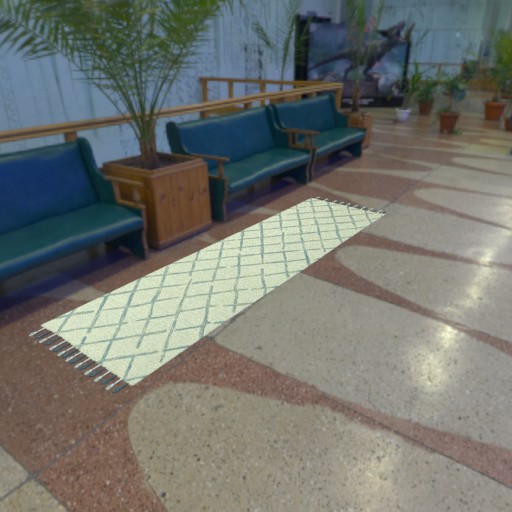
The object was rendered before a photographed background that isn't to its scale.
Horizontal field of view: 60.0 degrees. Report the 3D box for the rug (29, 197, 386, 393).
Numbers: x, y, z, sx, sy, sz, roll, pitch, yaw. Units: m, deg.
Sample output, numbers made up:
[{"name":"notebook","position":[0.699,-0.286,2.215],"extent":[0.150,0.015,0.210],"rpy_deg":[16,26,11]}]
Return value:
[{"name":"rug","position":[0.000,0.000,2.537],"extent":[0.620,0.008,2.372],"rpy_deg":[18,31,33]}]
